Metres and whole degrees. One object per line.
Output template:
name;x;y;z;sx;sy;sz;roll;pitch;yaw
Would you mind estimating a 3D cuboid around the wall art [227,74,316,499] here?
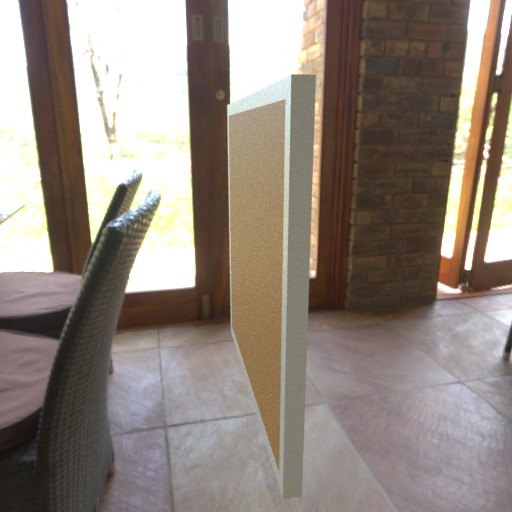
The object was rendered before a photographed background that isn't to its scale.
wall art;0.000;0.000;1.115;0.038;0.762;0.762;-3;16;-10
